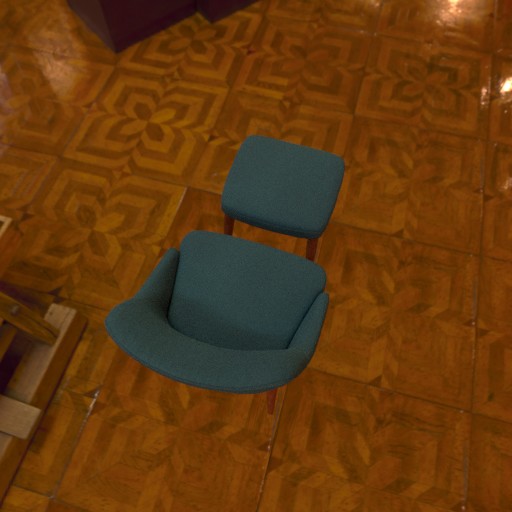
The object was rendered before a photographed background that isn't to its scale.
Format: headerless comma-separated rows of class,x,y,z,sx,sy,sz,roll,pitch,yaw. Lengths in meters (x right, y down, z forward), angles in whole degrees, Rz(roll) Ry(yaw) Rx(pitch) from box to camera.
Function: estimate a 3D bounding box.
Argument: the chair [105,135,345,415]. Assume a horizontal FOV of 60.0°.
chair,0.000,0.000,1.601,0.584,0.866,1.114,16,64,8
